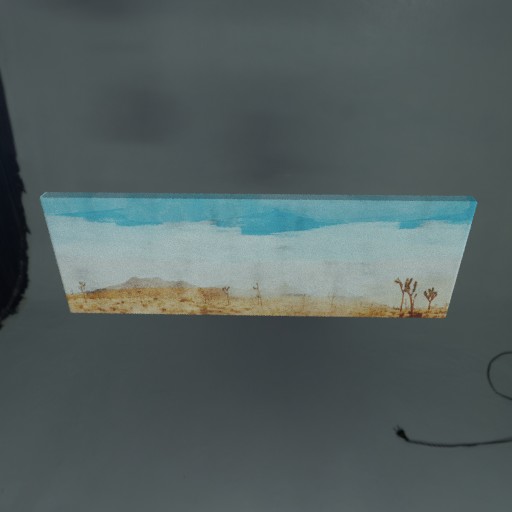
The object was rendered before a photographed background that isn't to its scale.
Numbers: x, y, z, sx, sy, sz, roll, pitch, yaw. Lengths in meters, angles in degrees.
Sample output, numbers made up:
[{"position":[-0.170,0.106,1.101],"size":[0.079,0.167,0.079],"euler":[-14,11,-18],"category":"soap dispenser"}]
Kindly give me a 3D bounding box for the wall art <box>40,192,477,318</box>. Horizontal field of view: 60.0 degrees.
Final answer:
[{"position":[0.000,0.000,0.849],"size":[0.759,0.254,0.044],"euler":[1,31,1],"category":"wall art"}]
